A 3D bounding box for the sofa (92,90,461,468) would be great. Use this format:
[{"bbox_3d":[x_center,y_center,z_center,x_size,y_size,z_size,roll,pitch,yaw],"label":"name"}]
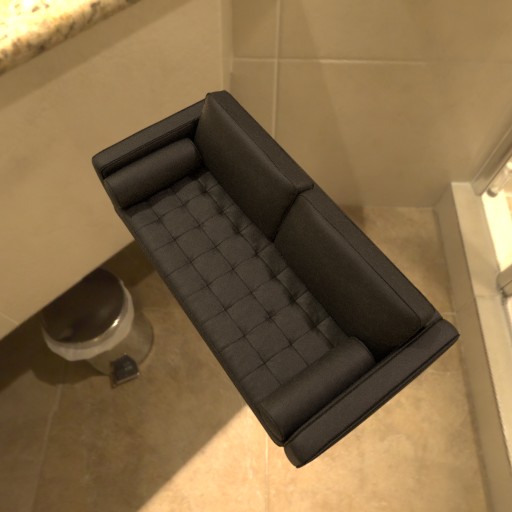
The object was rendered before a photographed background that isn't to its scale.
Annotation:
[{"bbox_3d":[0.000,0.000,2.319,0.921,0.770,1.879,-33,67,-16],"label":"sofa"}]
